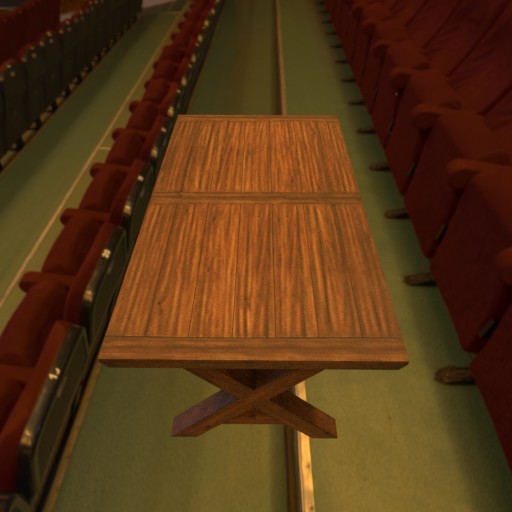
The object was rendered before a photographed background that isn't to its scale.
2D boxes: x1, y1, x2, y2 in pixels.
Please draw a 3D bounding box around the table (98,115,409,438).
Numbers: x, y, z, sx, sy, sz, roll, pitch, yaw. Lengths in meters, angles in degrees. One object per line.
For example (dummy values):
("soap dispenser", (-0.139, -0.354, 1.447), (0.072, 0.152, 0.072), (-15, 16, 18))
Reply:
("table", (0.000, 0.000, 2.519), (1.071, 0.793, 1.966), (0, 42, 0))
